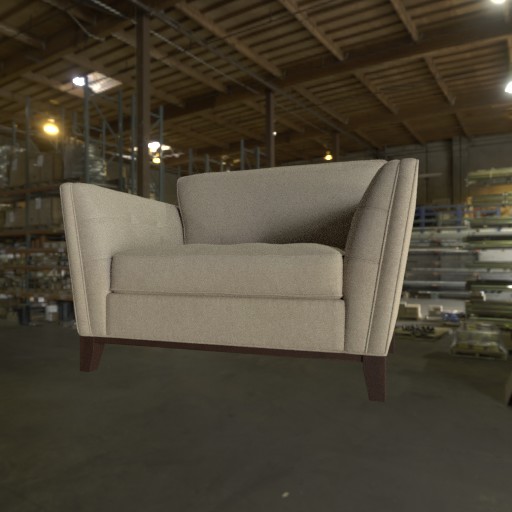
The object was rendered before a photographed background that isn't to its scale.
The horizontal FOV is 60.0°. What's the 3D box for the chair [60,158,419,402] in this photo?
[{"bbox_3d":[0.000,0.000,2.043,1.397,0.940,0.965,0,-1,19],"label":"chair"}]
